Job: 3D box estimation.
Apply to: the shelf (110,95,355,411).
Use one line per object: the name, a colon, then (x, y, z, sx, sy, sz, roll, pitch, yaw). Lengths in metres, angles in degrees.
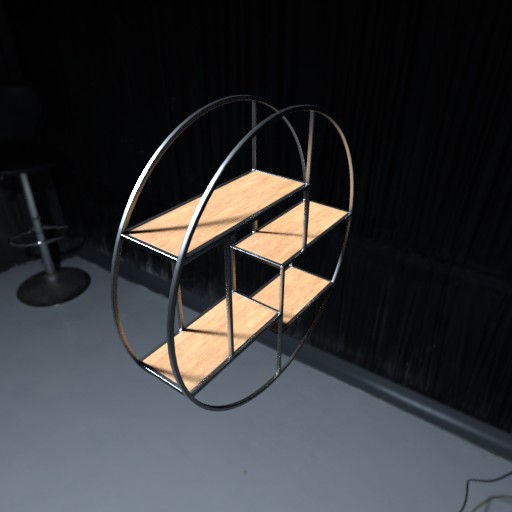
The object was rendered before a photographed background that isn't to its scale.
shelf: (0.000, 0.000, 1.326, 0.202, 0.888, 0.888, 21, 38, 31)
